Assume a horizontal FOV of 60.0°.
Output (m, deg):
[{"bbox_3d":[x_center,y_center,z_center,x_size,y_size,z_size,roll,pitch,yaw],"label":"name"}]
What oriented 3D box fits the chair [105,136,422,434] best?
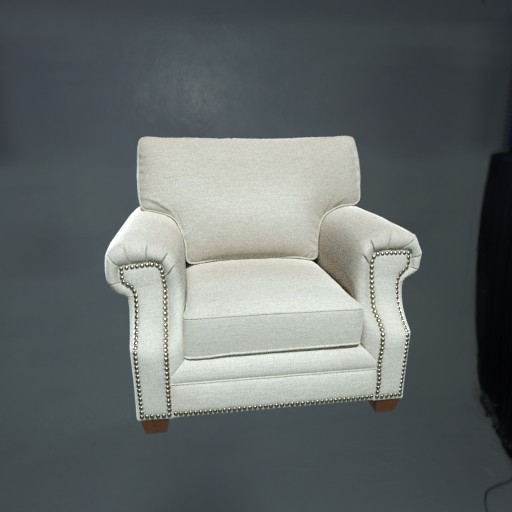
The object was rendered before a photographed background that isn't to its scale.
[{"bbox_3d":[0.000,0.000,1.839,1.092,0.961,0.965,-2,15,-8],"label":"chair"}]
